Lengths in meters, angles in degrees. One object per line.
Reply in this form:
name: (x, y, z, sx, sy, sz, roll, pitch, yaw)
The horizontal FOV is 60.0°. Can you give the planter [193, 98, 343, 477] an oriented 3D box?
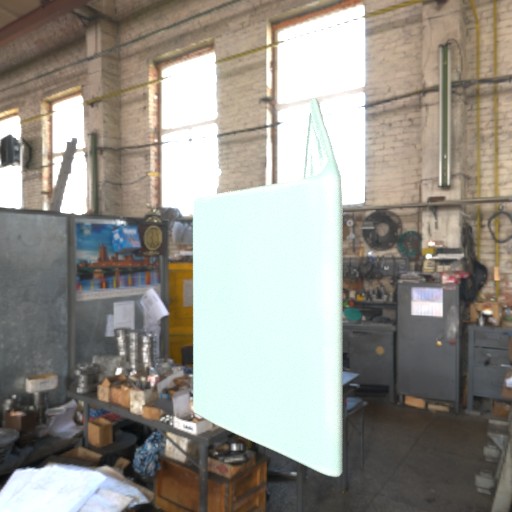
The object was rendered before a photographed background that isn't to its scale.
planter: (0.000, 0.000, 0.279, 0.079, 0.197, 0.164, 0, 0, 0)
